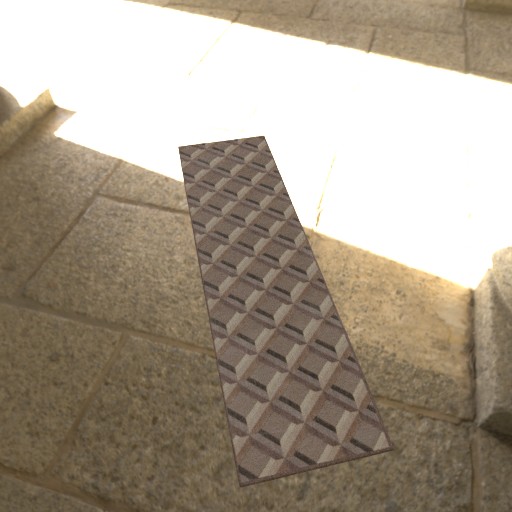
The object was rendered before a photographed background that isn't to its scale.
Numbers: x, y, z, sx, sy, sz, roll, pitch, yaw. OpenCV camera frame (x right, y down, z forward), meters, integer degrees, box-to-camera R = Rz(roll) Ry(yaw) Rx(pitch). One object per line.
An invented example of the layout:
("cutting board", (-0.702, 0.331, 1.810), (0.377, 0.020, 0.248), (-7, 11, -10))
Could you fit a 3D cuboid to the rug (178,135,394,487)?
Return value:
("rug", (0.000, 0.000, 2.649), (0.685, 0.013, 2.437), (-10, 49, -8))
